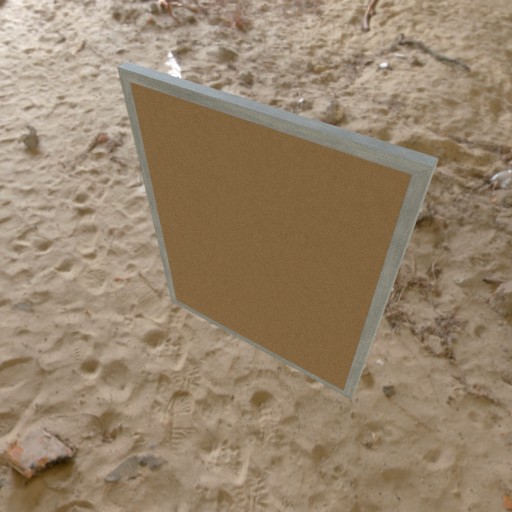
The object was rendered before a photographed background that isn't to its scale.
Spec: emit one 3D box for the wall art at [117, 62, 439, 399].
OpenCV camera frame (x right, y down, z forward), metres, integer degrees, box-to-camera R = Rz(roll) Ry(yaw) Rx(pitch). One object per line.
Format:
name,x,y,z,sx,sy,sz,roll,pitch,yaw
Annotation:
wall art,0.000,0.000,0.799,0.479,0.582,0.022,25,52,21
